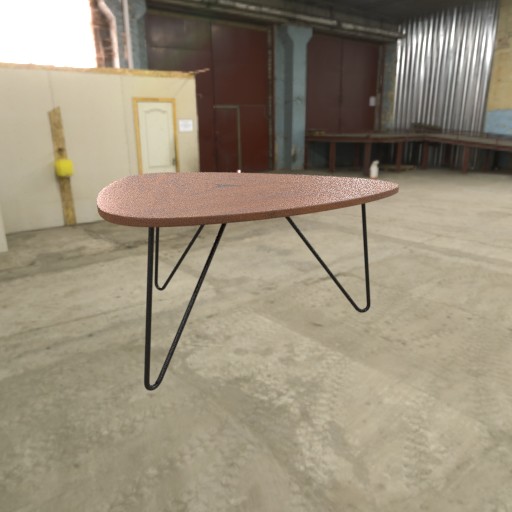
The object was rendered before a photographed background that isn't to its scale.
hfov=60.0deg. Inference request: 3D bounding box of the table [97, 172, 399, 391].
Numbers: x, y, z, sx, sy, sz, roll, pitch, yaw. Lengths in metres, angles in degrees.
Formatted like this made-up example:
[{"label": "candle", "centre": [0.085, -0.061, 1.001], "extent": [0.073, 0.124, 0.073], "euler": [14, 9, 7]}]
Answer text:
[{"label": "table", "centre": [0.000, 0.000, 1.296], "extent": [0.821, 0.413, 0.833], "euler": [-3, 17, -10]}]
